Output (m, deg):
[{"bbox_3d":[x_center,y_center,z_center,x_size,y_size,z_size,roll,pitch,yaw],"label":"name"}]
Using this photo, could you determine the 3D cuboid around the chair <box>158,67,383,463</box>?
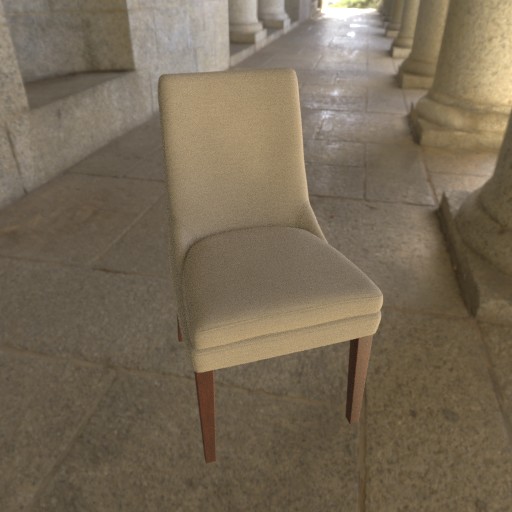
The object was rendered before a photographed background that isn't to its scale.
[{"bbox_3d":[0.000,0.000,1.313,0.515,0.940,0.638,-9,33,-14],"label":"chair"}]
